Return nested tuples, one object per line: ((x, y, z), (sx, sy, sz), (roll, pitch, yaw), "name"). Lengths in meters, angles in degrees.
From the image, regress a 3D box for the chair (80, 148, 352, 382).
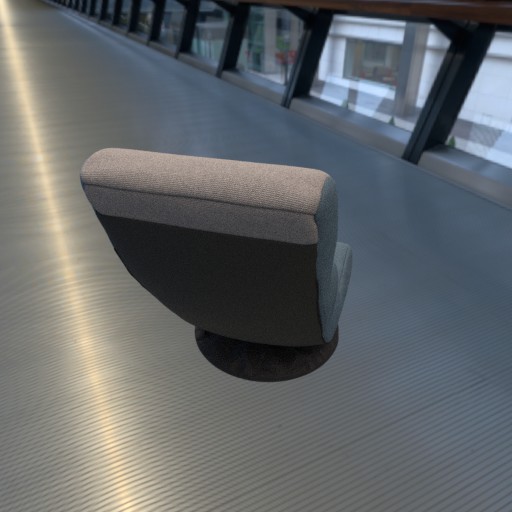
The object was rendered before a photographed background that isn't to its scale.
((0.000, 0.000, 1.043), (0.420, 0.641, 0.661), (9, 32, 15), "chair")
